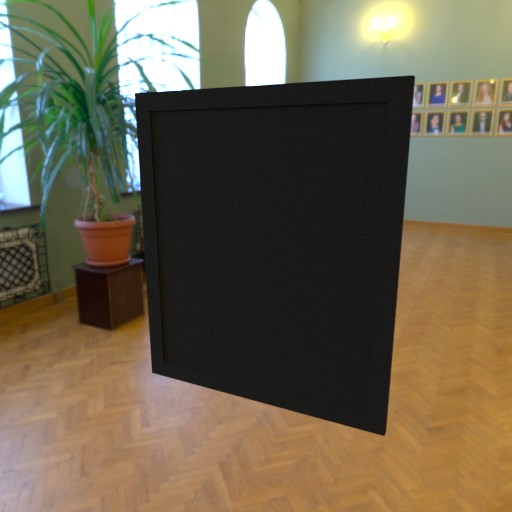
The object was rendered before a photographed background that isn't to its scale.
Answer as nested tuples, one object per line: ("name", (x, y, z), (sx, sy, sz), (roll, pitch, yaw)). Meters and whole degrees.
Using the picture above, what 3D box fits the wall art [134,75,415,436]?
("wall art", (0.000, 0.000, 0.501), (0.311, 0.361, 0.010), (7, 16, 25))
